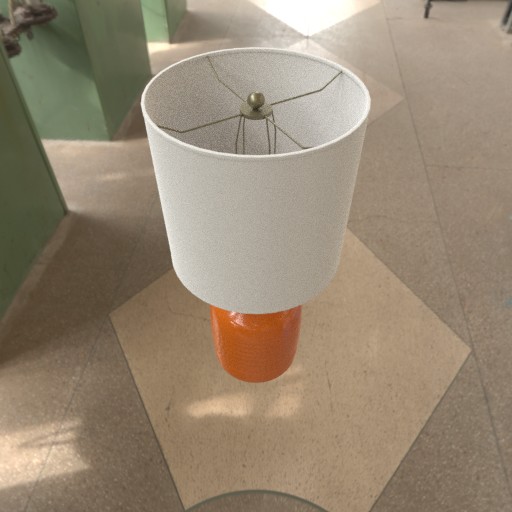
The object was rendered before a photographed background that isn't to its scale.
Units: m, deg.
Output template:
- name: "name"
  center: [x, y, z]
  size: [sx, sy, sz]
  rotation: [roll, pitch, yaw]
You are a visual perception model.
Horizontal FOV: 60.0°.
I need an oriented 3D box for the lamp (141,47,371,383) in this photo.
- name: "lamp"
  center: [0.000, 0.000, 1.131]
  size: [0.418, 0.871, 0.418]
  rotation: [5, 47, 5]
